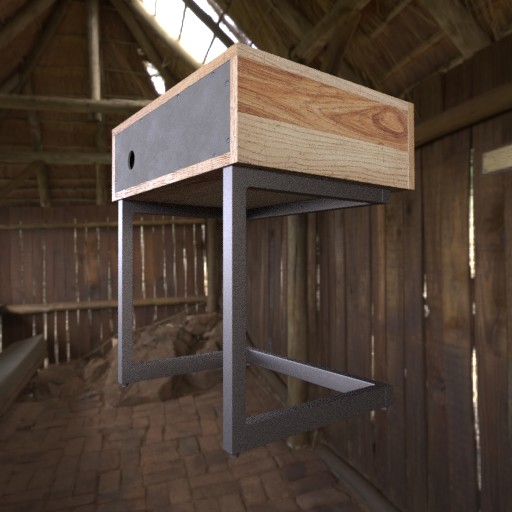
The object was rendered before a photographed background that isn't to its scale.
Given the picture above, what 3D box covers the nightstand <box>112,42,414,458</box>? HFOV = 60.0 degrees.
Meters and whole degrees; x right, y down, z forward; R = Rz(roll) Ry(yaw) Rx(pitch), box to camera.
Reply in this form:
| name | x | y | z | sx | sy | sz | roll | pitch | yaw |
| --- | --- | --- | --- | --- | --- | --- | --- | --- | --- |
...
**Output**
| name | x | y | z | sx | sy | sz | roll | pitch | yaw |
| --- | --- | --- | --- | --- | --- | --- | --- | --- | --- |
| nightstand | 0.000 | 0.000 | 1.022 | 0.481 | 0.632 | 0.558 | 0 | -1 | -37 |
